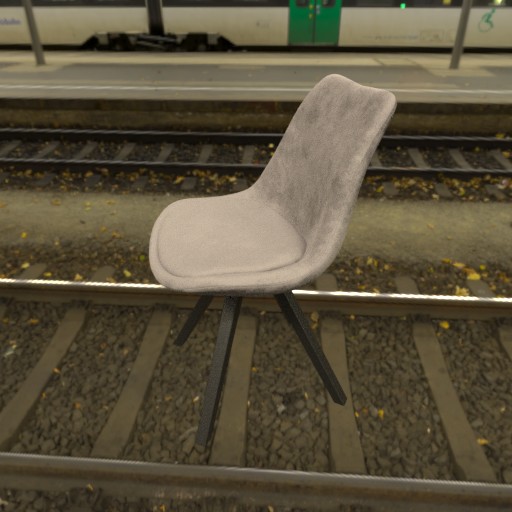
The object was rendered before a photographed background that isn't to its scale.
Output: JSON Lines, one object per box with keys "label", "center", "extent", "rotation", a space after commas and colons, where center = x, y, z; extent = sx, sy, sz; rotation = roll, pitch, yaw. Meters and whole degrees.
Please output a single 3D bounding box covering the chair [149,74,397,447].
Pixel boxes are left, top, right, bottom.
{"label": "chair", "center": [0.000, 0.000, 1.182], "extent": [0.550, 0.850, 0.485], "rotation": [-9, 32, -15]}
